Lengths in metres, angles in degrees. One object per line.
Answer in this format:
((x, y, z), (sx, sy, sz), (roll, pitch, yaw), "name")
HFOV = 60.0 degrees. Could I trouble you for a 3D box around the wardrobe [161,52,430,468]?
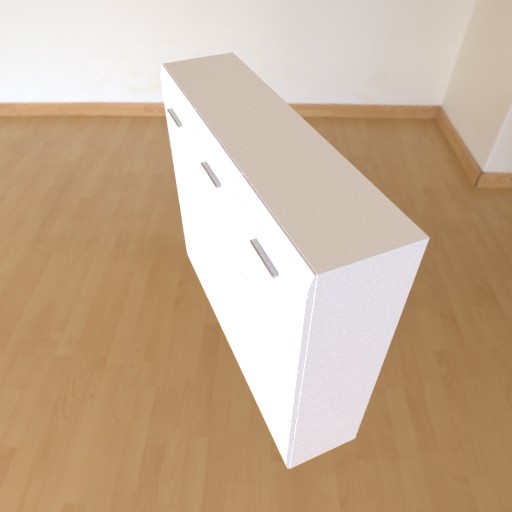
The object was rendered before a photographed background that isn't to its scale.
((0.000, 0.000, 1.911), (0.360, 1.200, 1.340), (-17, 47, -17), "wardrobe")
